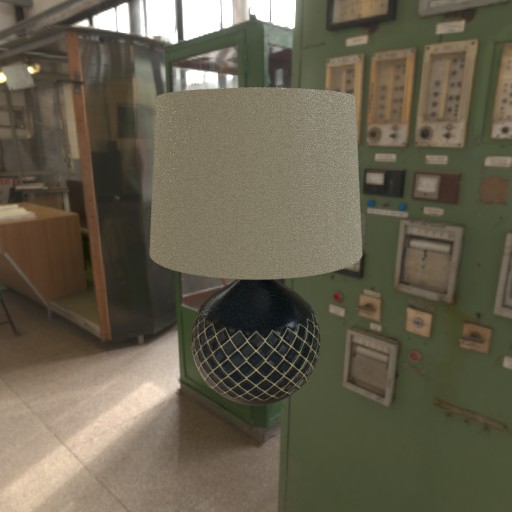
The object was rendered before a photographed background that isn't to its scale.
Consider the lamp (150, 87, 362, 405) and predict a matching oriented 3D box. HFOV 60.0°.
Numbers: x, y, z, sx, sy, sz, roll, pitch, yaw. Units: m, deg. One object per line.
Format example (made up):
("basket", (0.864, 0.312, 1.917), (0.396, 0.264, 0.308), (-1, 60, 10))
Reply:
("lamp", (0.000, 0.000, 0.807), (0.376, 0.540, 0.376), (0, 14, 0))
